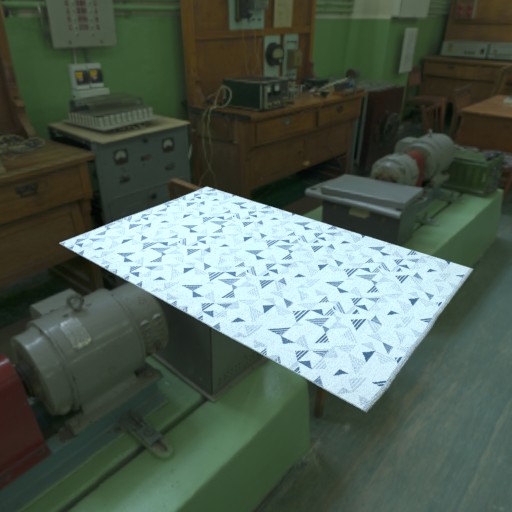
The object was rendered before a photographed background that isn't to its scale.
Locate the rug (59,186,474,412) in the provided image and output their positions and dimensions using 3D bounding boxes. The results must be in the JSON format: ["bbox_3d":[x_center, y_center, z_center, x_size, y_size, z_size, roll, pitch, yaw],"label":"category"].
[{"bbox_3d":[0.000,0.000,3.047,2.457,0.009,1.512,22,36,34],"label":"rug"}]
